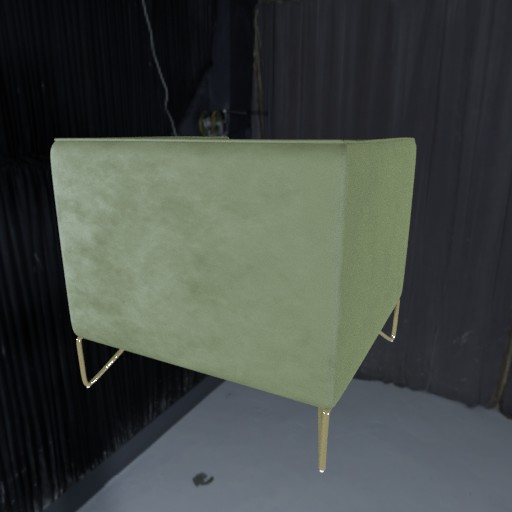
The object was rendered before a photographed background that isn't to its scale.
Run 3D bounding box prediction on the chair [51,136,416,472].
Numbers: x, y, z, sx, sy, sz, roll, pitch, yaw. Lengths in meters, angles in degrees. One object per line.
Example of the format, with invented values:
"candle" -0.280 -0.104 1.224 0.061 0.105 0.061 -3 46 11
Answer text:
"chair" 0.000 0.000 1.518 0.880 0.790 0.894 8 18 27
